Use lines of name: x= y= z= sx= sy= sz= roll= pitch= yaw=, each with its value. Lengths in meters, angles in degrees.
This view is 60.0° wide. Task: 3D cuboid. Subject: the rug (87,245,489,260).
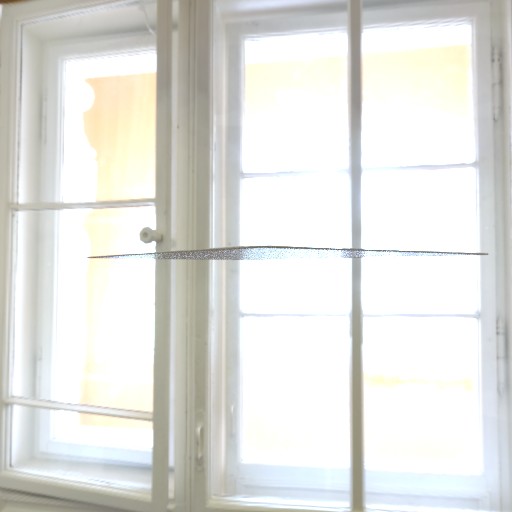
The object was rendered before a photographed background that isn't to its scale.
rug: x=0.000 y=0.000 z=3.719 sx=2.005 sy=0.014 sz=2.878 roll=1 pitch=-2 yaw=-35
